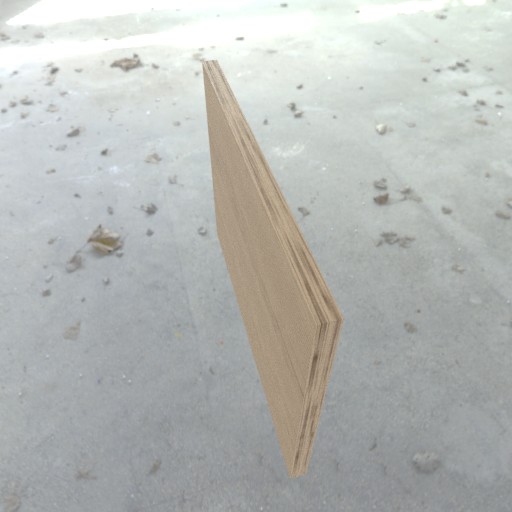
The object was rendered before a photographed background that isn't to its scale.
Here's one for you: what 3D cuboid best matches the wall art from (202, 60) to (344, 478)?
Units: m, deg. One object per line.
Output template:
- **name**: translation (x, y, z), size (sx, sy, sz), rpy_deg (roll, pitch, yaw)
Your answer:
- **wall art**: translation (0.000, 0.000, 1.082), size (0.063, 0.609, 0.841), rpy_deg (-11, 47, -10)
